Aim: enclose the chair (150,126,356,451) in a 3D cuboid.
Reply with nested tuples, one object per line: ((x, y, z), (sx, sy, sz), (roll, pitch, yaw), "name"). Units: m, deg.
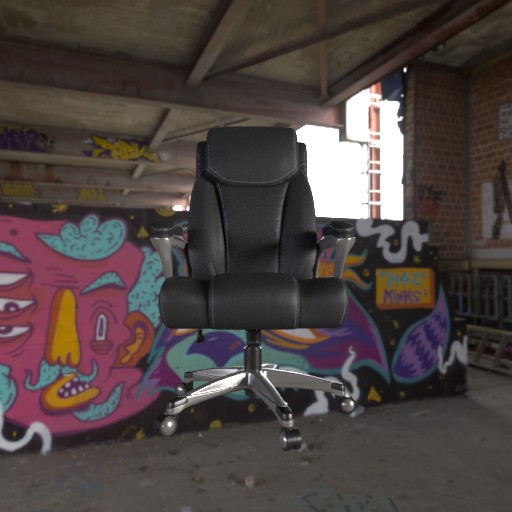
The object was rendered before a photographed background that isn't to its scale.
((0.000, 0.000, 1.672), (0.741, 1.167, 0.784), (0, -1, -1), "chair")
